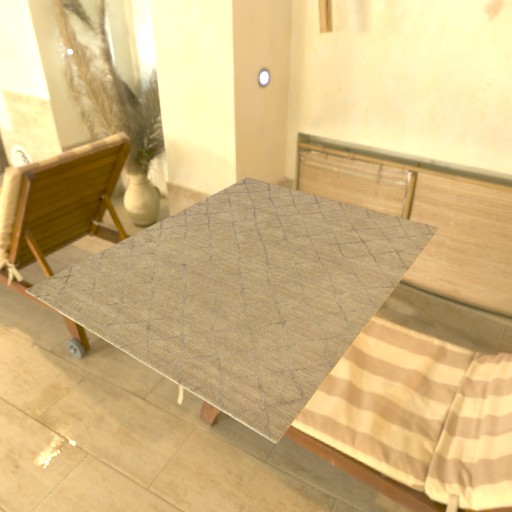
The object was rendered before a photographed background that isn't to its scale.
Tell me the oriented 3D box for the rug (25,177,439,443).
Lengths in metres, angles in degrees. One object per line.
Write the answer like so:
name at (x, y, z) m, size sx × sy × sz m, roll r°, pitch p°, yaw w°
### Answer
rug at (0.000, 0.000, 4.041) m, size 2.420 × 0.019 × 3.038 m, roll 20°, pitch 37°, yaw 30°
